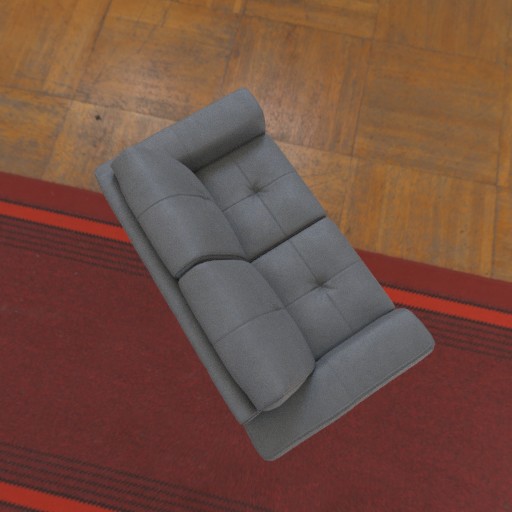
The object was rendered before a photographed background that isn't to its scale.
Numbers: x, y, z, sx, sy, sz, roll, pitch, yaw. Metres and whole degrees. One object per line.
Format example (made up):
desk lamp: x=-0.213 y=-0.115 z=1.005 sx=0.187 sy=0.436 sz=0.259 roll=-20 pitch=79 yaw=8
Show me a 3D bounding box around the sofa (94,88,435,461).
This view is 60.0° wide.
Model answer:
sofa: x=0.000 y=0.000 z=2.377 sx=1.018 sy=0.907 sz=1.806 roll=-31 pitch=76 yaw=-9
